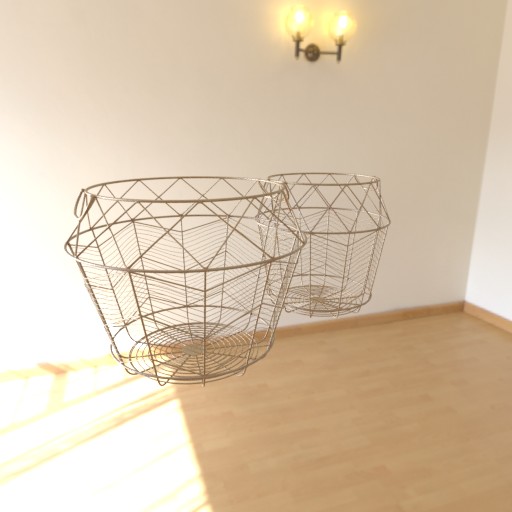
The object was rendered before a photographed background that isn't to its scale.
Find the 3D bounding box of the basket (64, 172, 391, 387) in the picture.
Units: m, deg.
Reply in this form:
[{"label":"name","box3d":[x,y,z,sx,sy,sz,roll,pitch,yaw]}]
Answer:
[{"label":"basket","box3d":[0.000,0.000,0.995,0.805,0.343,0.451,-15,21,-42]}]
